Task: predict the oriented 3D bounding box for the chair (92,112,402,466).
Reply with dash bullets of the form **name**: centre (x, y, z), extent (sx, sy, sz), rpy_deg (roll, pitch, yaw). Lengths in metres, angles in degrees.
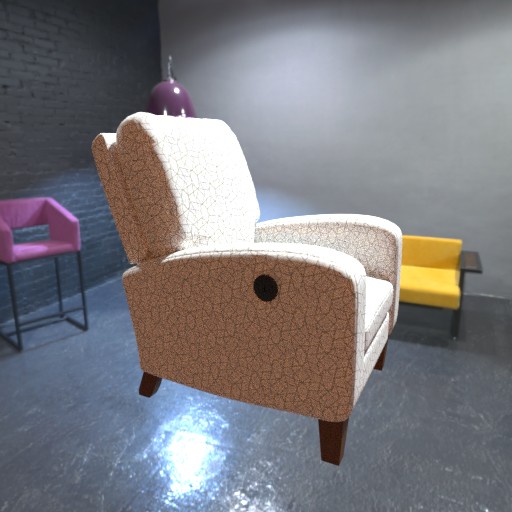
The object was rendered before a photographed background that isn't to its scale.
- **chair**: centre (0.000, 0.000, 1.731), extent (0.995, 1.064, 0.796), rpy_deg (7, 16, 26)
